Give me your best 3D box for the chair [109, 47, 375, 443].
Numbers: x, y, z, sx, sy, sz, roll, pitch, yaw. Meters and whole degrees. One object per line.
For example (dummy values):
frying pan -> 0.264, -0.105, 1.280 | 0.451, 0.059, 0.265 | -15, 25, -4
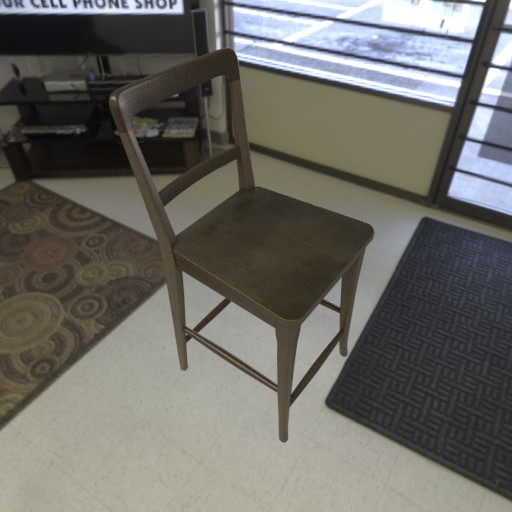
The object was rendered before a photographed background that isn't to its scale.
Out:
chair -> 0.000, 0.000, 1.311 | 0.546, 0.991, 0.450 | 26, 48, 26
